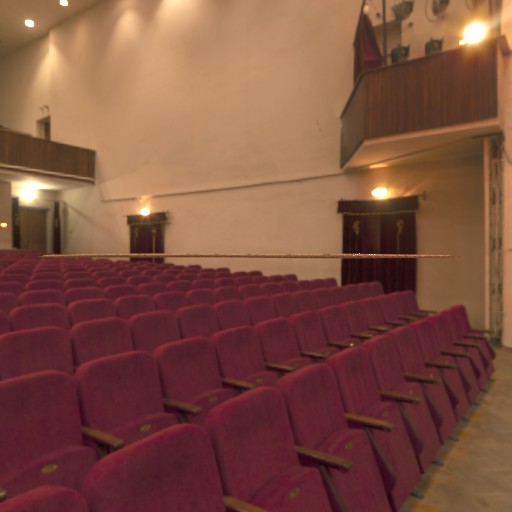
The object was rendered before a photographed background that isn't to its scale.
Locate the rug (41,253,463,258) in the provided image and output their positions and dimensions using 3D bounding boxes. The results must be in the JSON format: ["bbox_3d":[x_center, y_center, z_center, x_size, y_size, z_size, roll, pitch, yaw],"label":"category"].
[{"bbox_3d":[0.000,0.000,4.746,3.585,0.036,2.892,0,0,36],"label":"rug"}]
